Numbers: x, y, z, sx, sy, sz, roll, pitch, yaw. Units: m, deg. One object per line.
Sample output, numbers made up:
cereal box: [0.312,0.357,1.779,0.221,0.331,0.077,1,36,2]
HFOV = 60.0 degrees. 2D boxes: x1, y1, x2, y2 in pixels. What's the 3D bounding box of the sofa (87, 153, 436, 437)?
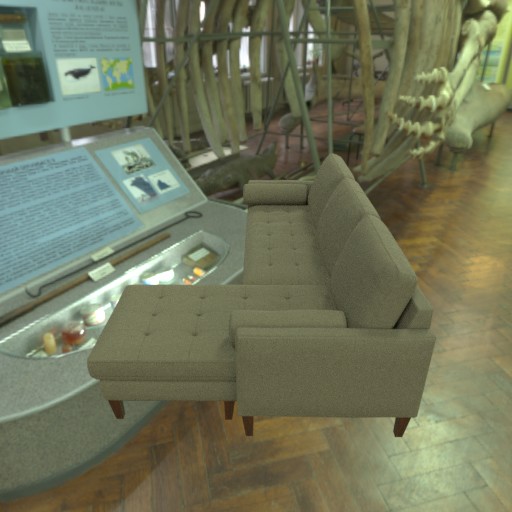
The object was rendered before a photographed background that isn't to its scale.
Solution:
sofa: [0.000,0.000,2.858,1.506,0.875,2.178,0,27,0]
